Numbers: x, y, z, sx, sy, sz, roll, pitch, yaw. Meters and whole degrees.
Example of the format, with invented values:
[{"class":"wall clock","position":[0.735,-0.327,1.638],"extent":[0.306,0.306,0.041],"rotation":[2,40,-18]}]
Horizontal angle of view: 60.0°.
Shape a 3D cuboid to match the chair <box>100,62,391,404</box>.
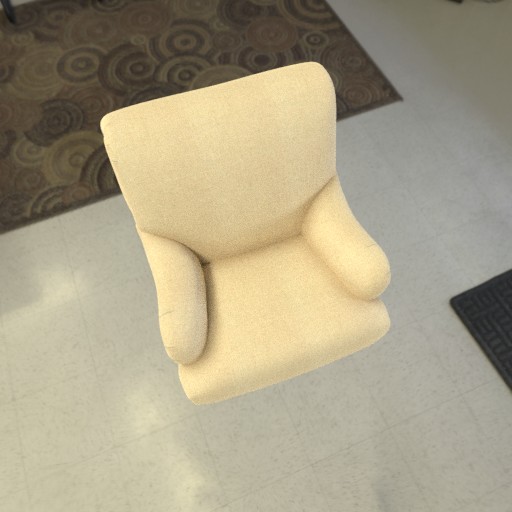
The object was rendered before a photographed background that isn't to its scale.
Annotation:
[{"class":"chair","position":[0.000,0.000,1.596],"extent":[0.766,0.944,0.842],"rotation":[-18,64,-9]}]
